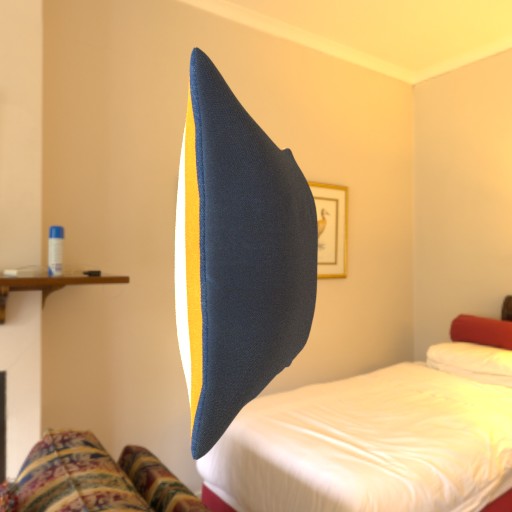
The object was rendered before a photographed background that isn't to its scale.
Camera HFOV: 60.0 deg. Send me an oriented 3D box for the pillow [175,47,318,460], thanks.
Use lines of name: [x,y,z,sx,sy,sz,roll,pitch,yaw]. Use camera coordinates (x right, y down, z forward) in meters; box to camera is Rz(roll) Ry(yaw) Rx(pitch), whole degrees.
pillow: [0.000,0.000,0.704,0.173,0.454,0.463,0,-1,17]
